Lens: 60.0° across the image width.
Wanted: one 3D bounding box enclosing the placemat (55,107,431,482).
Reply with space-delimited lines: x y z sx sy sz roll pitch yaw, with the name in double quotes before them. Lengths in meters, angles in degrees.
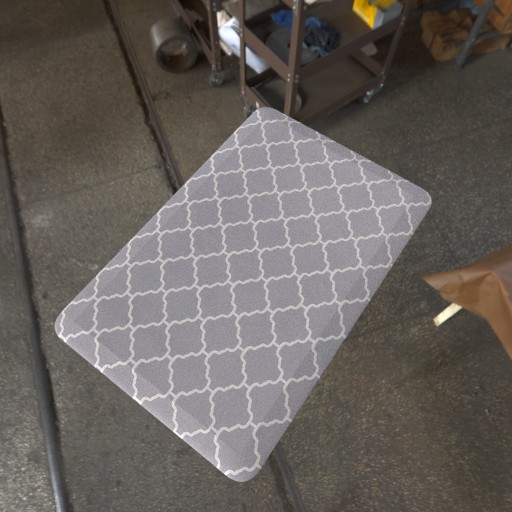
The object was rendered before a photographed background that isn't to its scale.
"placemat" 0.000 0.000 0.974 0.508 0.021 0.762 33 68 15
